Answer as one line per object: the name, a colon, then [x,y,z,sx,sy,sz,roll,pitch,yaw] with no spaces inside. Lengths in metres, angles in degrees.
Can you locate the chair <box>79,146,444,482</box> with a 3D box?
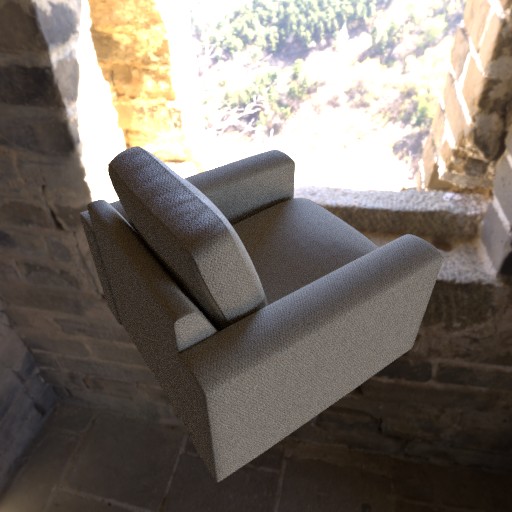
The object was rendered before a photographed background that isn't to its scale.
chair: [0.000,0.000,1.737,1.016,0.873,1.005,-24,46,-26]
